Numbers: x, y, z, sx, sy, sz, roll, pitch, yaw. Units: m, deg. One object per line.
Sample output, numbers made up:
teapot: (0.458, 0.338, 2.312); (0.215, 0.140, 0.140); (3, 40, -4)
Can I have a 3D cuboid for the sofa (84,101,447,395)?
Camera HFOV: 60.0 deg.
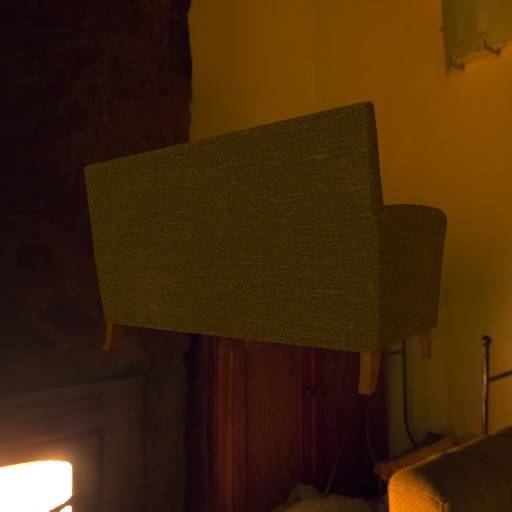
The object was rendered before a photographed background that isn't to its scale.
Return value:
sofa: (0.000, 0.000, 2.062); (1.509, 0.905, 0.867); (-1, -2, 36)
